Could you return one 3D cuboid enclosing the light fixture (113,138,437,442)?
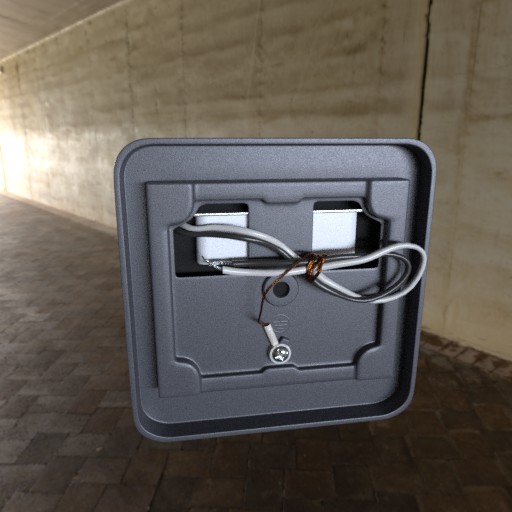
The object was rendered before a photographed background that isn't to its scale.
[{"bbox_3d":[0.000,0.000,0.212,0.109,0.109,0.132,-2,15,-9],"label":"light fixture"}]
